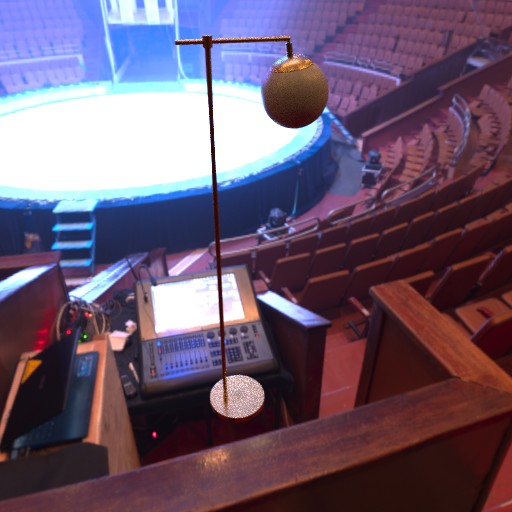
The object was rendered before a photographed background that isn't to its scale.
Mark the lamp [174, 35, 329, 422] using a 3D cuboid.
[{"bbox_3d":[0.000,0.000,1.674,0.476,1.505,0.249,-10,33,-16],"label":"lamp"}]
